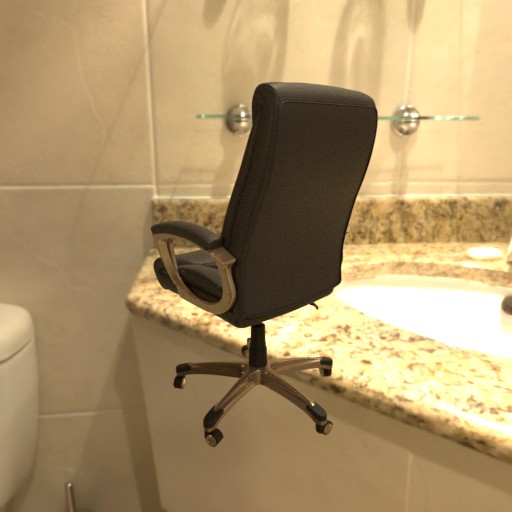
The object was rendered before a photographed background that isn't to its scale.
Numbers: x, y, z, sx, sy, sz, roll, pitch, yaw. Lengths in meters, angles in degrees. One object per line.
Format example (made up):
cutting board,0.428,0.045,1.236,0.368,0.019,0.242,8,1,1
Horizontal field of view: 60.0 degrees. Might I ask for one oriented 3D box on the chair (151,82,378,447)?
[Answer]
chair,0.000,0.000,1.695,0.694,1.188,0.748,-14,21,-41
